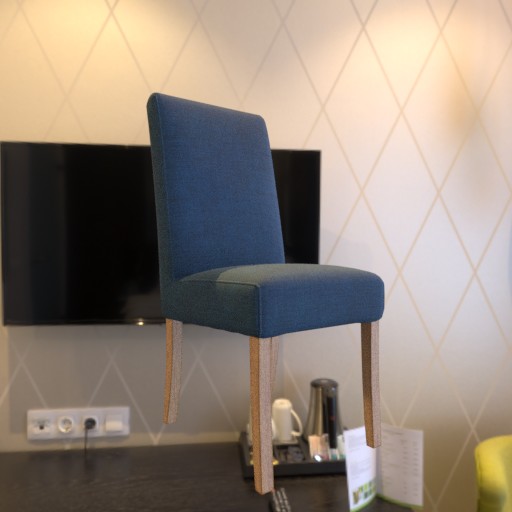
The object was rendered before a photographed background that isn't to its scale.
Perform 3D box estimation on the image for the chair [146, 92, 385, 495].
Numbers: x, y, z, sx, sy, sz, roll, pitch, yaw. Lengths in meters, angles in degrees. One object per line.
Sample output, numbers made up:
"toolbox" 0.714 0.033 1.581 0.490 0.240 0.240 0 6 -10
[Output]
"chair" 0.000 0.000 1.321 0.450 1.029 0.610 -1 1 -36
